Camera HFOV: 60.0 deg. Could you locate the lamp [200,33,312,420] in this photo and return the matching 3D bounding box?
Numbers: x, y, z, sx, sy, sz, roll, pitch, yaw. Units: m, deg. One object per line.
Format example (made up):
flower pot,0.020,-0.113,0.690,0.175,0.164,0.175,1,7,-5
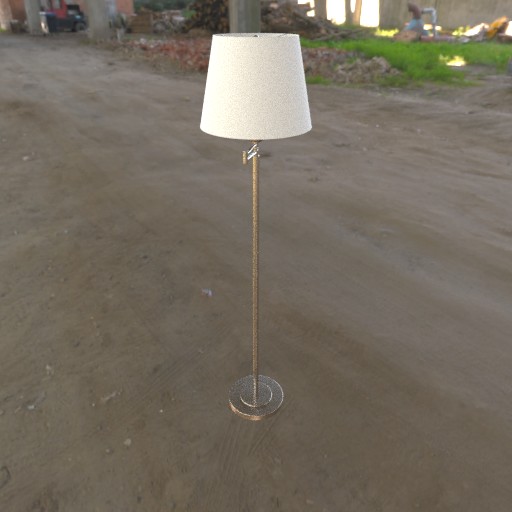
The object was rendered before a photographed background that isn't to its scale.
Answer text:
lamp,0.000,0.000,1.650,0.355,1.473,0.355,0,29,0
